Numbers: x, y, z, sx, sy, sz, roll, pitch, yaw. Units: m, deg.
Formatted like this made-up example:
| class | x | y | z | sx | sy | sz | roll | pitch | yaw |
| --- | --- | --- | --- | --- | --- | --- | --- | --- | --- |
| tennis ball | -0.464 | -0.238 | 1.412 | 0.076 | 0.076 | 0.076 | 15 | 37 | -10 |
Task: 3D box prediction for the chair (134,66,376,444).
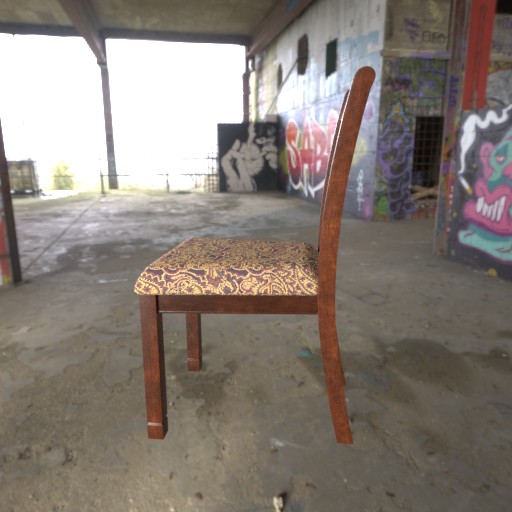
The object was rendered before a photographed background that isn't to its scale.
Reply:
| class | x | y | z | sx | sy | sz | roll | pitch | yaw |
| --- | --- | --- | --- | --- | --- | --- | --- | --- | --- |
| chair | 0.000 | 0.000 | 1.306 | 0.584 | 0.965 | 0.457 | 2 | 13 | 7 |
